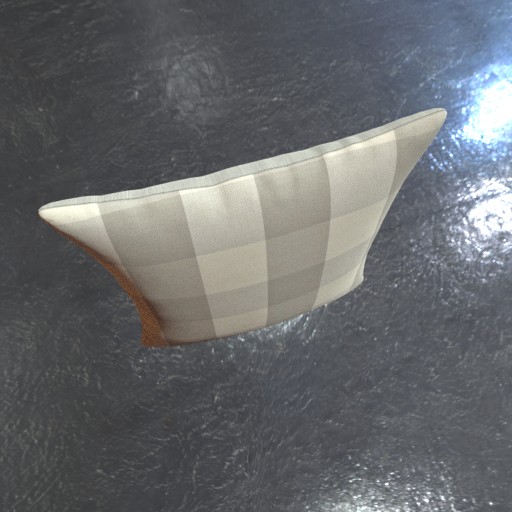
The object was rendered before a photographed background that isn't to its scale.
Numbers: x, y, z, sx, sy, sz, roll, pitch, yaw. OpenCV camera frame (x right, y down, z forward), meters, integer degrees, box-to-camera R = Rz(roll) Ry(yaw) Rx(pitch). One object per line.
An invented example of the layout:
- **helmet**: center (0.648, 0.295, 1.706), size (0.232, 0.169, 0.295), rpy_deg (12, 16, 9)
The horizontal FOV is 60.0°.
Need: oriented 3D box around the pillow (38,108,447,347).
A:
- **pillow**: center (0.000, 0.000, 0.752), size (0.511, 0.509, 0.161), rpy_deg (-16, 64, -8)
